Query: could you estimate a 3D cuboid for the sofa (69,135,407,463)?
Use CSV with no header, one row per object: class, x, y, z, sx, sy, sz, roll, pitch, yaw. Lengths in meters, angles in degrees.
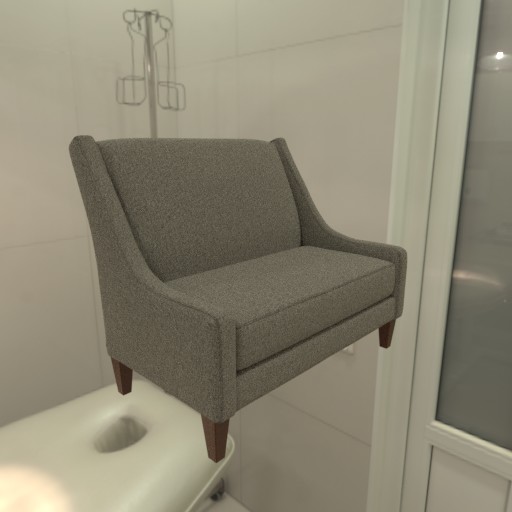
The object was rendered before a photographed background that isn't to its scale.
sofa,0.000,0.000,1.961,0.862,1.026,1.242,13,19,42
